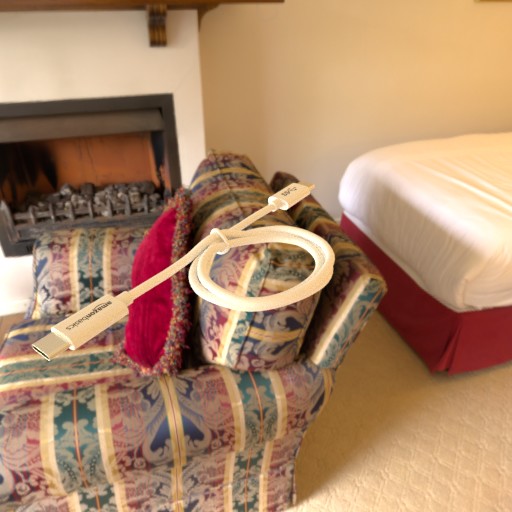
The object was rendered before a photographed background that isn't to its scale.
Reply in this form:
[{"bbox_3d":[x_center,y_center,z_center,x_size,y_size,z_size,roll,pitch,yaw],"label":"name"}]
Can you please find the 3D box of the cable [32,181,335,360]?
[{"bbox_3d":[0.000,0.000,0.207,0.070,0.014,0.186,21,38,30],"label":"cable"}]
